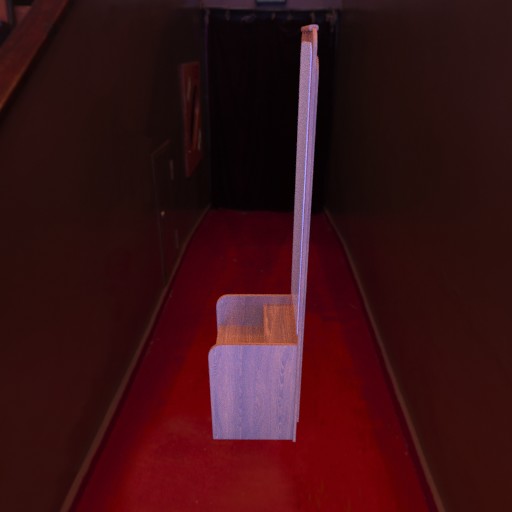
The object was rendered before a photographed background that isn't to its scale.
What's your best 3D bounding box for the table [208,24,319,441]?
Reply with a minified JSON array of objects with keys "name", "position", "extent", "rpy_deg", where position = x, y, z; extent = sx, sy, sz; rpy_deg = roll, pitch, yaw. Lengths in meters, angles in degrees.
[{"name":"table","position":[0.000,0.000,1.985],"extent":[0.420,1.830,0.450],"rpy_deg":[0,26,0]}]
